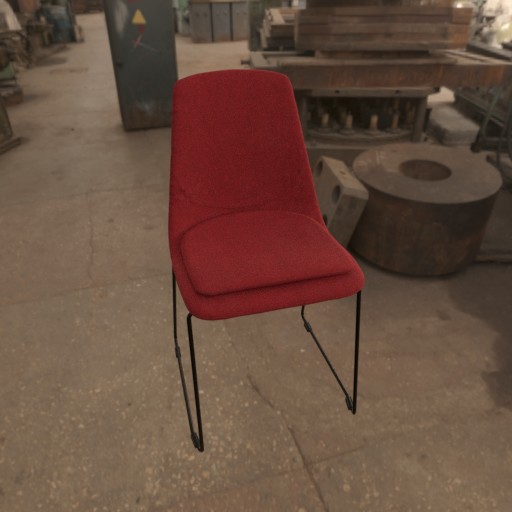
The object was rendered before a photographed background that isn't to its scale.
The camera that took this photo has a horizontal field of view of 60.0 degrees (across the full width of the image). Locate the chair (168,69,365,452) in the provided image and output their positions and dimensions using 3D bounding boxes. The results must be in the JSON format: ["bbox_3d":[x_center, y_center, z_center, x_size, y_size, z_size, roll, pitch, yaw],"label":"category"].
[{"bbox_3d":[0.000,0.000,1.190,0.479,0.858,0.518,-8,33,-13],"label":"chair"}]
